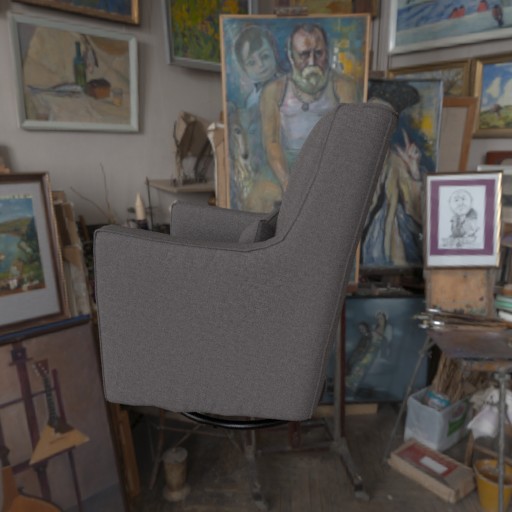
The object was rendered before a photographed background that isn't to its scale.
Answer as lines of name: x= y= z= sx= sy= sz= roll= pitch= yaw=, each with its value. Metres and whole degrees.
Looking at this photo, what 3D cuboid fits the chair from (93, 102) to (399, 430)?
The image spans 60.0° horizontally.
chair: x=0.000 y=0.000 z=1.565 sx=0.879 sy=0.993 sz=0.732 roll=2 pitch=14 yaw=9
